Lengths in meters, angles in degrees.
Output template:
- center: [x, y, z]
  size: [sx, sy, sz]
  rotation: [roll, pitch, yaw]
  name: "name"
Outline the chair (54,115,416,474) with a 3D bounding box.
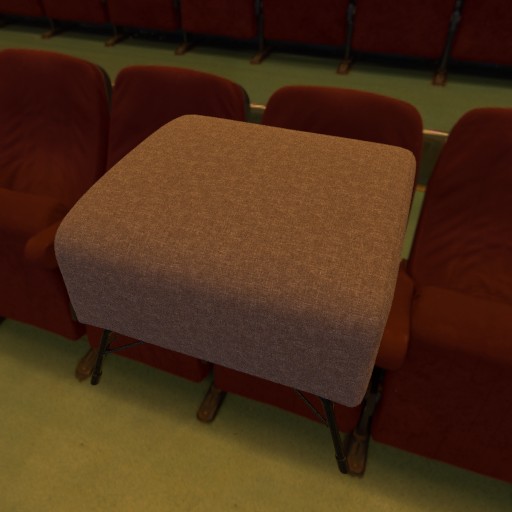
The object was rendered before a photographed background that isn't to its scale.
- center: [0.000, 0.000, 0.882]
  size: [0.530, 0.410, 0.530]
  rotation: [13, 43, 15]
  name: "chair"
